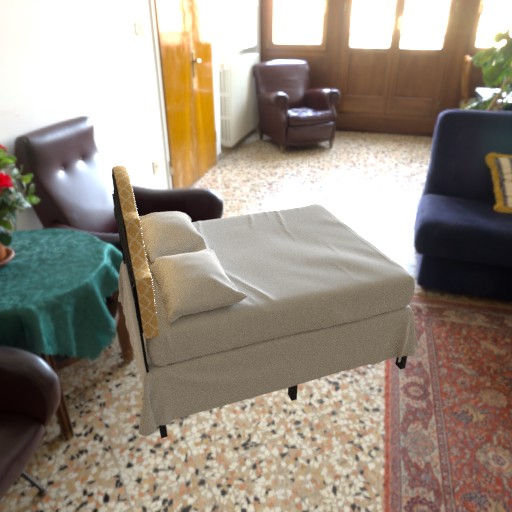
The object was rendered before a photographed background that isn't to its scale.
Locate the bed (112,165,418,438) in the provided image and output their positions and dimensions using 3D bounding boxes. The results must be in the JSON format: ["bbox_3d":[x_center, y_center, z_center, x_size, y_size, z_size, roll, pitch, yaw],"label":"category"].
[{"bbox_3d":[0.000,0.000,3.559,2.222,1.633,1.780,-10,30,-17],"label":"bed"}]
